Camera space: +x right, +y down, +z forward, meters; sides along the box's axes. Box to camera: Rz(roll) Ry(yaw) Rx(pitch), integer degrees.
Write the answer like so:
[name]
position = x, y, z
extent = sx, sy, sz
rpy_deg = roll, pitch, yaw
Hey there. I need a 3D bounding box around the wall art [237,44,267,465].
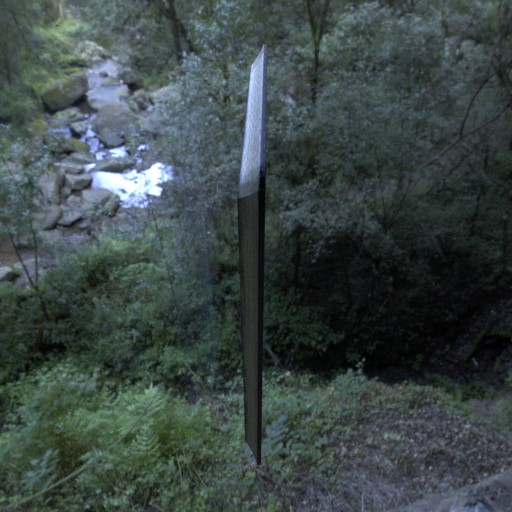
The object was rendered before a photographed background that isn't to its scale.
[wall art]
position = 0.000, 0.000, 0.626
extent = 0.023, 0.457, 0.381
rpy_deg = 1, 41, 1
